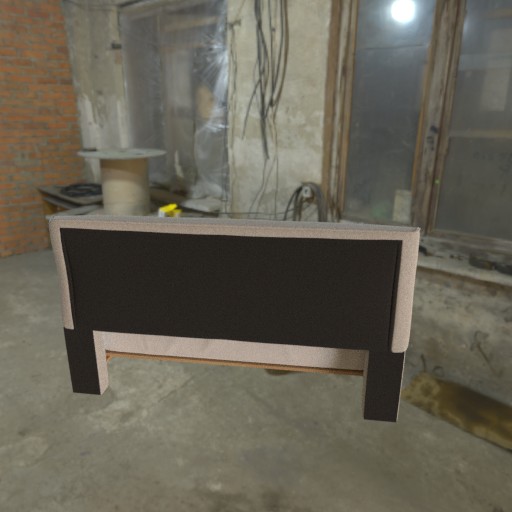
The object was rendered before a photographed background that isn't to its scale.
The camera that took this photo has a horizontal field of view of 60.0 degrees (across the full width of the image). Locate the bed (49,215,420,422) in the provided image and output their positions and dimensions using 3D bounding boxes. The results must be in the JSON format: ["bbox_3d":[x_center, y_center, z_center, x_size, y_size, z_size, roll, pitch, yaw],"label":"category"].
[{"bbox_3d":[0.000,0.000,3.561,1.980,1.126,2.498,3,18,8],"label":"bed"}]
